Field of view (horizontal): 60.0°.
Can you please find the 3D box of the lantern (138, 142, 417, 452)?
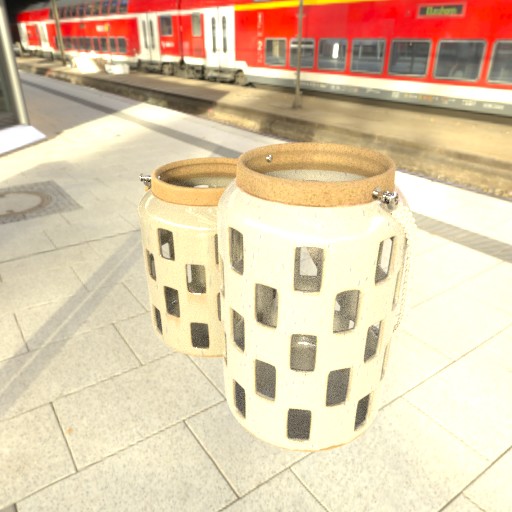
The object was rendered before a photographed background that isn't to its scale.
[{"bbox_3d":[0.000,0.000,0.489,0.184,0.255,0.347,-19,32,-33],"label":"lantern"}]
